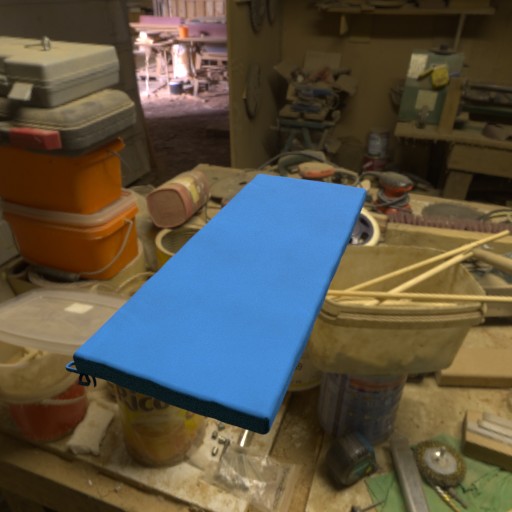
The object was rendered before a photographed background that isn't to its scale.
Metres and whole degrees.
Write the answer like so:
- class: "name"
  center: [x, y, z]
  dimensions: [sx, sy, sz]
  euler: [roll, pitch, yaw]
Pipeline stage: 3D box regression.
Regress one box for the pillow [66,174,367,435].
- class: "pillow"
  center: [0.000, 0.000, 1.354]
  dimensions: [0.492, 0.081, 1.187]
  euler: [12, 34, 18]
